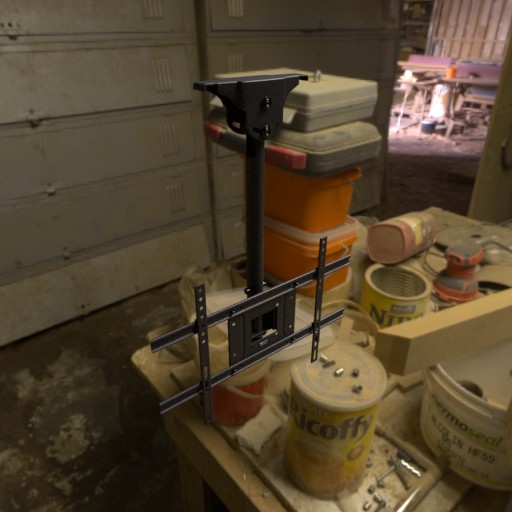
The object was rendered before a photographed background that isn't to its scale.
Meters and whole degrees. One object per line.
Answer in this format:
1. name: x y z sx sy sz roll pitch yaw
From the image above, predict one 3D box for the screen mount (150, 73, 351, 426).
1. screen mount: 0.000 0.000 1.036 0.595 0.775 0.090 -20 34 -33
